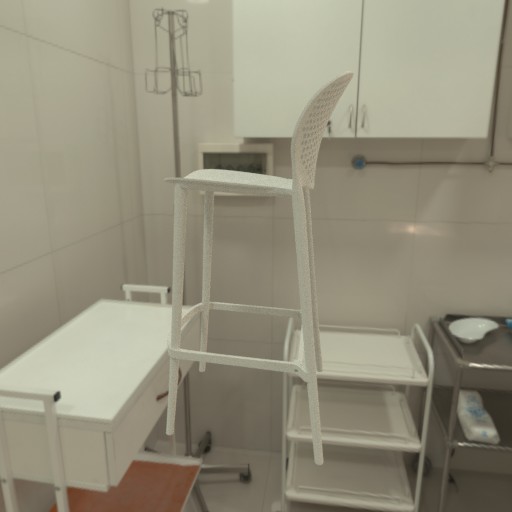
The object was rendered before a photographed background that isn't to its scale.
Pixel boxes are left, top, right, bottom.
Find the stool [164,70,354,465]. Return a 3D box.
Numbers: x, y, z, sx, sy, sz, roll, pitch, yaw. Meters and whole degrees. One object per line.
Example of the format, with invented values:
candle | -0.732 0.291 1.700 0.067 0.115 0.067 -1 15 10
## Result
stool | 0.000 0.000 1.379 0.535 1.045 0.536 2 15 8
